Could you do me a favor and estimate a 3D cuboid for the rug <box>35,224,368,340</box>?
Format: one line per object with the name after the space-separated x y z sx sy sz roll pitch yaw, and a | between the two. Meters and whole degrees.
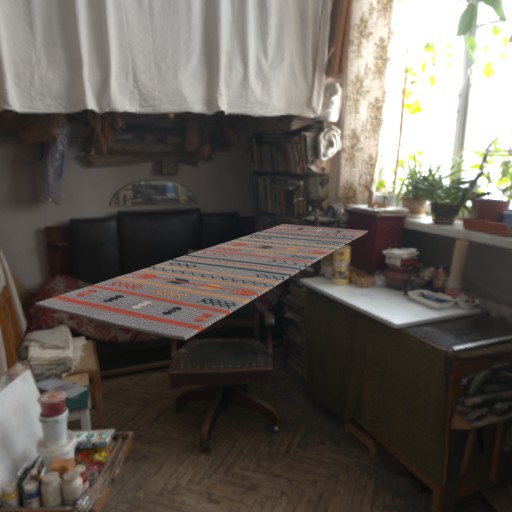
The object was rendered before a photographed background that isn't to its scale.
0.000 0.000 2.643 0.744 0.022 2.419 7 14 27 | rug
